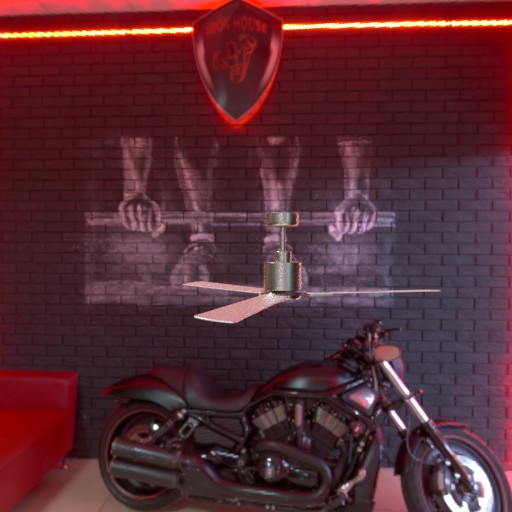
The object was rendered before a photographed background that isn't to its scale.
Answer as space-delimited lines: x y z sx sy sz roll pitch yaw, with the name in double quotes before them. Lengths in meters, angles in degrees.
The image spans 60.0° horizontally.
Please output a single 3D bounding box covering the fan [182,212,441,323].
"fan" 0.000 0.000 2.343 1.531 0.446 1.561 1 2 36
